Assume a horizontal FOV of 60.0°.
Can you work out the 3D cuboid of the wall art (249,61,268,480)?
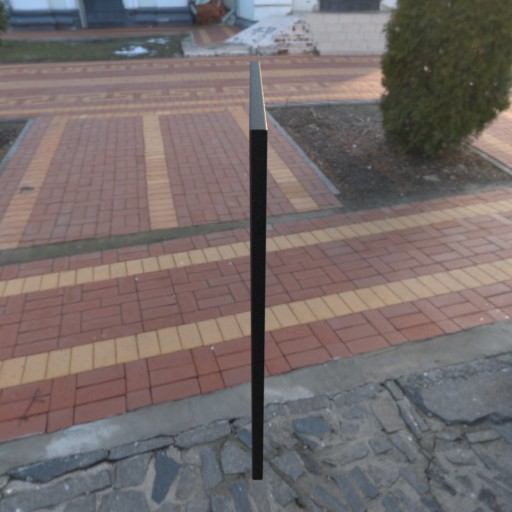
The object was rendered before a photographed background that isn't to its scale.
[{"bbox_3d":[0.000,0.000,0.793,0.018,0.582,0.481,0,31,0],"label":"wall art"}]
